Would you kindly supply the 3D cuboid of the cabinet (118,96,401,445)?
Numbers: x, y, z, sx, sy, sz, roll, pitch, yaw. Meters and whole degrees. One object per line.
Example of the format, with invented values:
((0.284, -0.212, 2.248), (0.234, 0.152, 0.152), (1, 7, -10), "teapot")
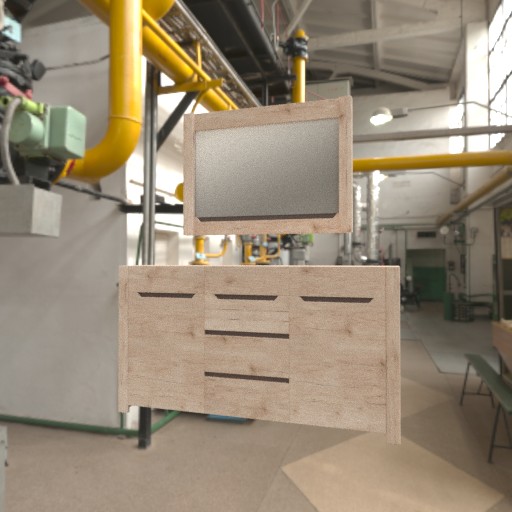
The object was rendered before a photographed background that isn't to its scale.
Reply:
((0.000, 0.000, 2.762), (1.700, 1.981, 0.420), (0, -1, 17), "cabinet")
